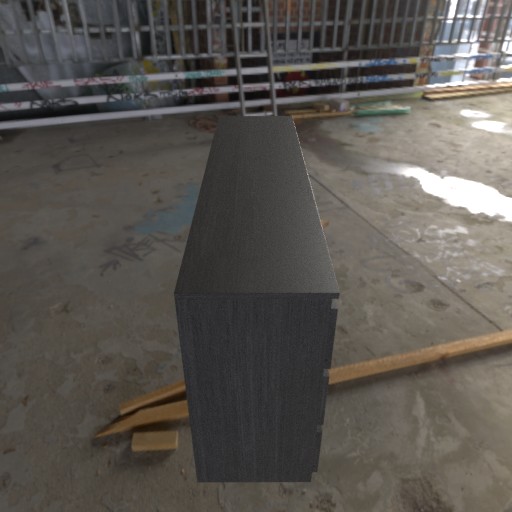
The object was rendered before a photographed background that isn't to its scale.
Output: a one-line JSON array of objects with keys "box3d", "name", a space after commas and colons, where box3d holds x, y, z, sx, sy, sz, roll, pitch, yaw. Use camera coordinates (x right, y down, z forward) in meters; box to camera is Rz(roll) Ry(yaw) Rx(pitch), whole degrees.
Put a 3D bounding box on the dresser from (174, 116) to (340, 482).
[{"box3d": [0.000, 0.000, 1.949, 0.400, 0.795, 1.590, 0, 32, 0], "name": "dresser"}]
